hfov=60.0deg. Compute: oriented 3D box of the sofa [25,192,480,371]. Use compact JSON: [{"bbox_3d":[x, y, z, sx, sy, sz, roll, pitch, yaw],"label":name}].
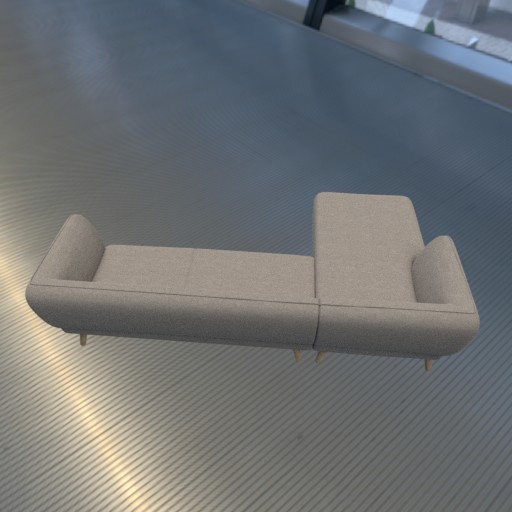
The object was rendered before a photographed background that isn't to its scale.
[{"bbox_3d":[0.000,0.000,3.271,2.653,0.693,1.532,3,45,3],"label":"sofa"}]
